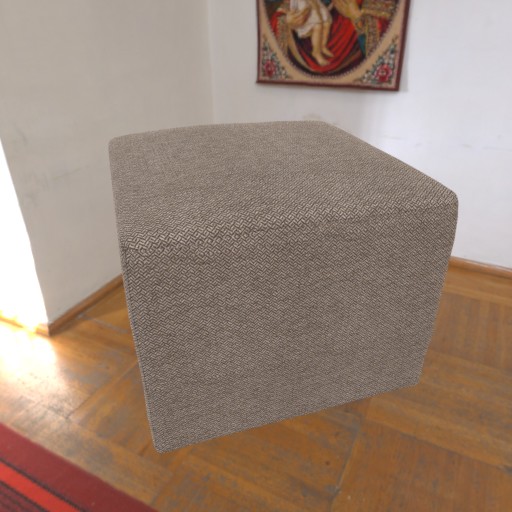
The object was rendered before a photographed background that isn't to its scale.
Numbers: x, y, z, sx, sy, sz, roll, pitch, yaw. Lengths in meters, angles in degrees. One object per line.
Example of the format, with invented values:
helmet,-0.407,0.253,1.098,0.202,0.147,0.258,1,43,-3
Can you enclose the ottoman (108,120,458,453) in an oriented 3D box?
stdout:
ottoman,0.000,0.000,0.900,0.512,0.453,0.519,-9,31,-15
